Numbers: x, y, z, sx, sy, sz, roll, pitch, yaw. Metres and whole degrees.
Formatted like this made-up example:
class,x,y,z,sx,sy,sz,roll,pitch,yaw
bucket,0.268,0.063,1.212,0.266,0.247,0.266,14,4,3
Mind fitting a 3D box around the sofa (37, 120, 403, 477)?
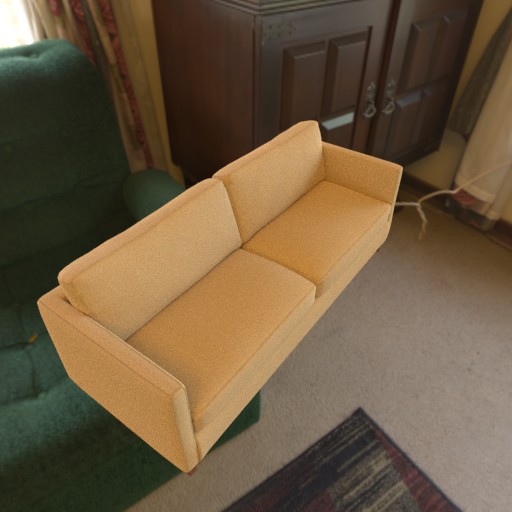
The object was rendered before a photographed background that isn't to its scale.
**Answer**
class,x,y,z,sx,sy,sz,roll,pitch,yaw
sofa,0.000,0.000,2.816,0.951,0.968,2.361,25,46,27
